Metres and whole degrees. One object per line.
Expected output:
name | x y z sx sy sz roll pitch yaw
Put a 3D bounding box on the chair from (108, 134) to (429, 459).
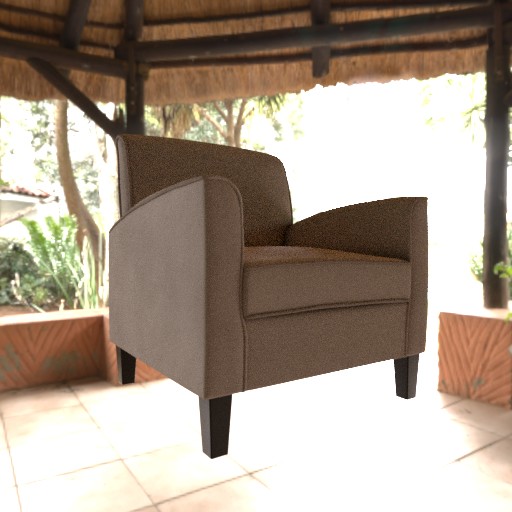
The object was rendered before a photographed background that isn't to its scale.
chair | 0.000 0.000 1.526 0.820 0.915 0.820 -1 1 -34
